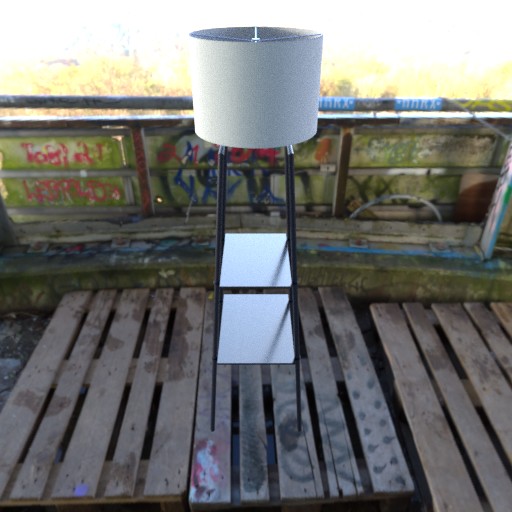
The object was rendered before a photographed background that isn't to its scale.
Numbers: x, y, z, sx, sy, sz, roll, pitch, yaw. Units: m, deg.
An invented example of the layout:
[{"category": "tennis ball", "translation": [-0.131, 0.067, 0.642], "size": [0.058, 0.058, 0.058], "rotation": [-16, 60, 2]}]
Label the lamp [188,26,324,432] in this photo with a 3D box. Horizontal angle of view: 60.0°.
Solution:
[{"category": "lamp", "translation": [0.000, 0.000, 1.633], "size": [0.384, 1.474, 0.427], "rotation": [0, 33, 0]}]
